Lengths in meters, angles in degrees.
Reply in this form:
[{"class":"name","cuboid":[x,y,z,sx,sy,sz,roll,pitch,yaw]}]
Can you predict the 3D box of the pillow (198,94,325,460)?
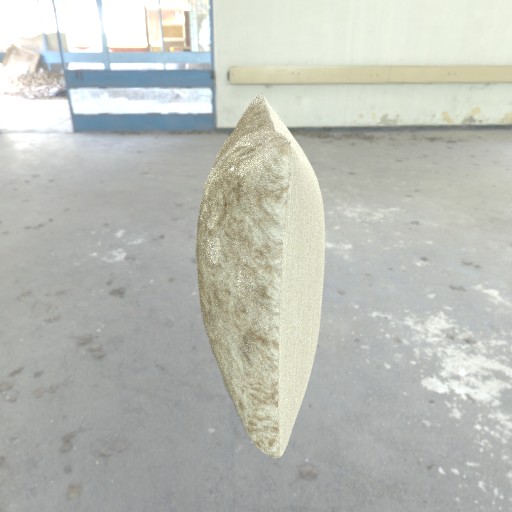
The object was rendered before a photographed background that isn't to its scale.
[{"class":"pillow","cuboid":[0.000,0.000,0.821,0.216,0.525,0.538,-1,26,-1]}]
